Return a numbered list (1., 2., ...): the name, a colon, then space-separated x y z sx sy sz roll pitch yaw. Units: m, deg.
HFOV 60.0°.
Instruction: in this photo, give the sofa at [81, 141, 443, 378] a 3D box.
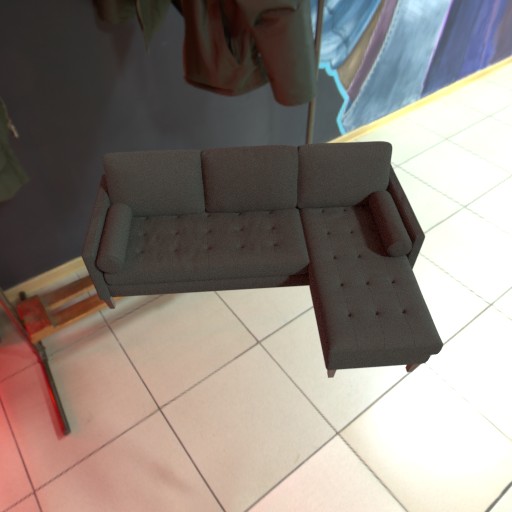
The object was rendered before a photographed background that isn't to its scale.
1. sofa: 0.000 0.000 2.937 2.178 0.876 1.506 -3 47 -3
